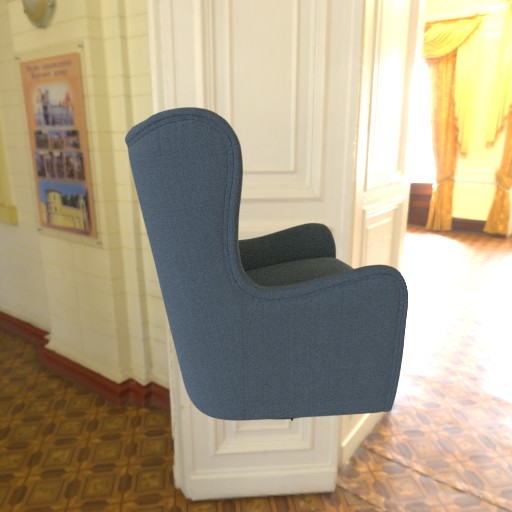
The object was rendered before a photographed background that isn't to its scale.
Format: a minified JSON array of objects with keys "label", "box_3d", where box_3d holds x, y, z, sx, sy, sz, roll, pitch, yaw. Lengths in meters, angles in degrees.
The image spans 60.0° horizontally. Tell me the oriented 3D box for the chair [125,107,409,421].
[{"label":"chair","box_3d":[0.000,0.000,1.763,0.930,1.079,0.831,-2,16,-9]}]
